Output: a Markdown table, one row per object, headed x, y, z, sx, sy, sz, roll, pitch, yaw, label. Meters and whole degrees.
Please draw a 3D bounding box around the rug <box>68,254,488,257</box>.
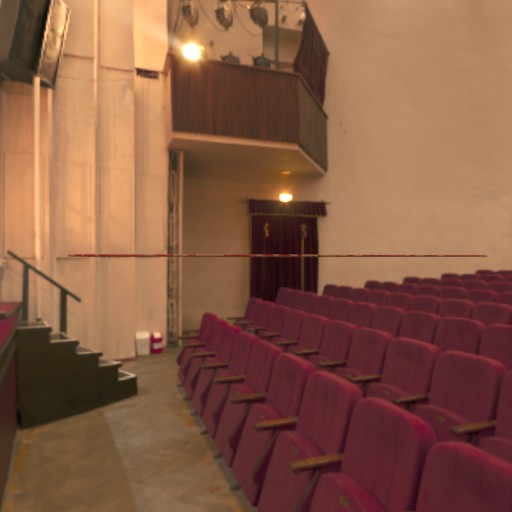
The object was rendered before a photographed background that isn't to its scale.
| x | y | z | sx | sy | sz | roll | pitch | yaw | label |
| --- | --- | --- | --- | --- | --- | --- | --- | --- | --- |
| 0.000 | 0.000 | 4.169 | 3.095 | 0.016 | 2.441 | 0 | 0 | -18 | rug |
